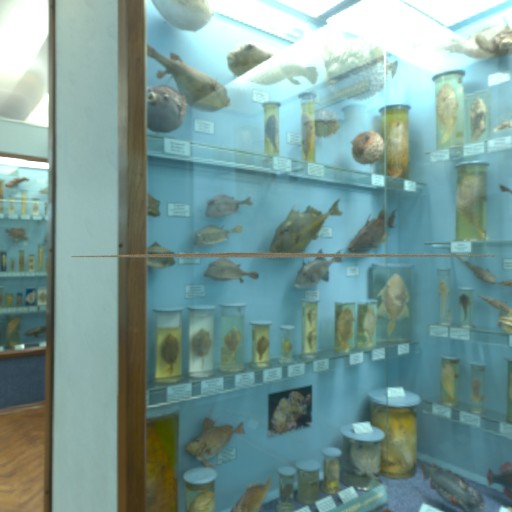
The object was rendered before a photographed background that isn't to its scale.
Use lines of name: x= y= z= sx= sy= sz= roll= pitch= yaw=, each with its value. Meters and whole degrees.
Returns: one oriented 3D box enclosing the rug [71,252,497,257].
rug: x=0.000 y=0.000 z=3.985 sx=2.438 sy=0.014 sz=3.048 roll=0 pitch=-1 yaw=-36
